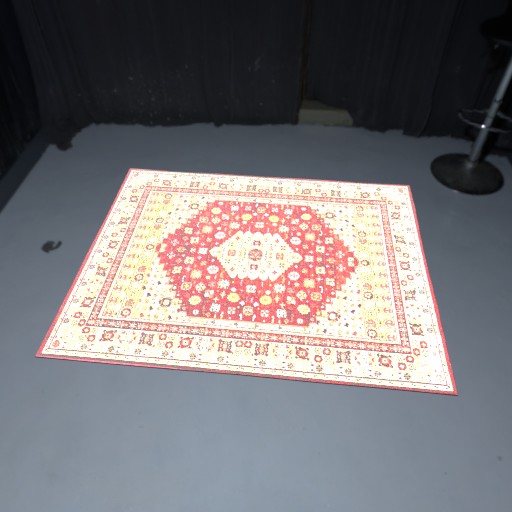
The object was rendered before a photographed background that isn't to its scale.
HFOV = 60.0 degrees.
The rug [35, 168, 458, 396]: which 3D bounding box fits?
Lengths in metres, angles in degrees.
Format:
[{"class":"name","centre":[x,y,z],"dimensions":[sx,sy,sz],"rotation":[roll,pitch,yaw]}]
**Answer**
[{"class":"rug","centre":[0.000,0.000,3.994],"dimensions":[3.053,0.013,2.387],"rotation":[4,46,4]}]
